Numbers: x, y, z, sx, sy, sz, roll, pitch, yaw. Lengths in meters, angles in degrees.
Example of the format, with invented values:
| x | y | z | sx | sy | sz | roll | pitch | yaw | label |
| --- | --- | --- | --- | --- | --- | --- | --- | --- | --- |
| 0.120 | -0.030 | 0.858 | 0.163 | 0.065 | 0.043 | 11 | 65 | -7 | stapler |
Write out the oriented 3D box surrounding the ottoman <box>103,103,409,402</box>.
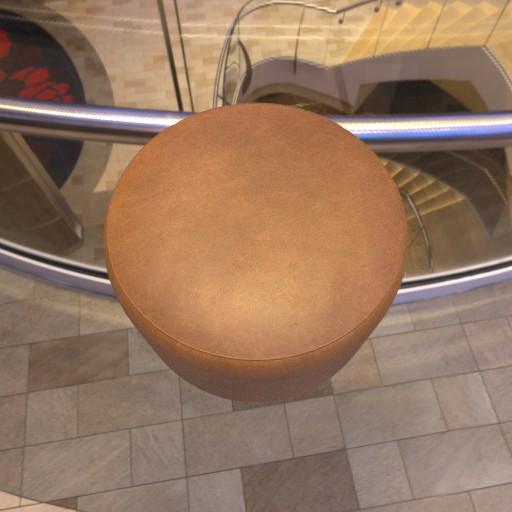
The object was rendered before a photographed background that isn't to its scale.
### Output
| x | y | z | sx | sy | sz | roll | pitch | yaw | label |
| --- | --- | --- | --- | --- | --- | --- | --- | --- | --- |
| 0.000 | 0.000 | 1.018 | 0.607 | 0.438 | 0.607 | 0 | 63 | 0 | ottoman |
